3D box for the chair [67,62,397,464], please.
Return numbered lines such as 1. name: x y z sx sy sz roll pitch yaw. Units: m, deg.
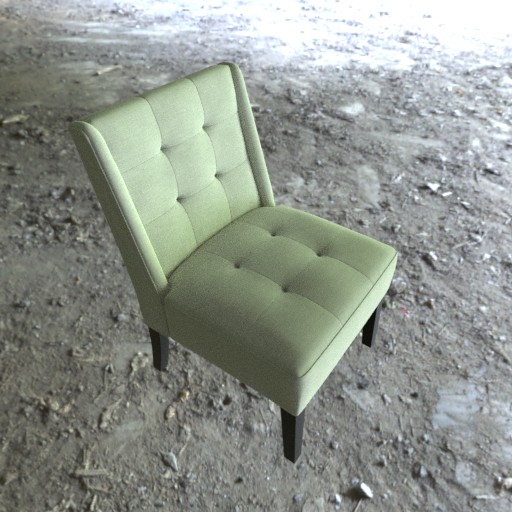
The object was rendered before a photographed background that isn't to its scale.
1. chair: 0.000 0.000 1.284 0.676 0.853 0.569 25 46 27
